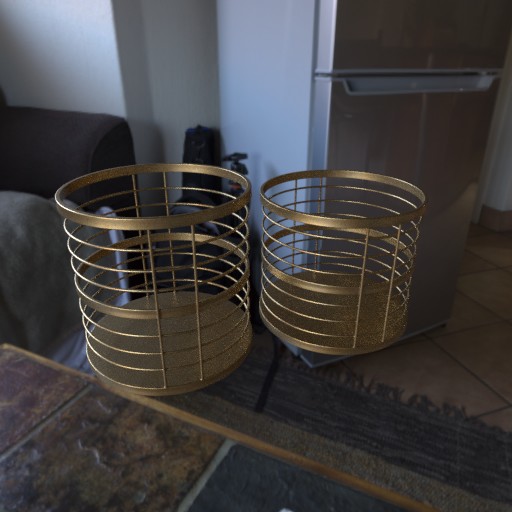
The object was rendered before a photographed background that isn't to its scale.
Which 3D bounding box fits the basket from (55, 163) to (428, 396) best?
[{"bbox_3d":[0.000,0.000,0.962,0.746,0.351,0.356,-8,27,-16],"label":"basket"}]
